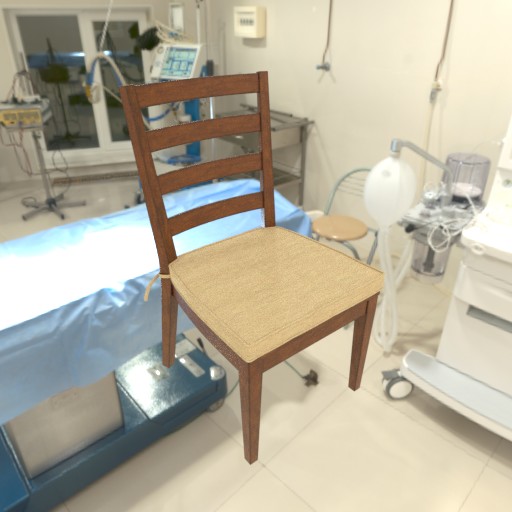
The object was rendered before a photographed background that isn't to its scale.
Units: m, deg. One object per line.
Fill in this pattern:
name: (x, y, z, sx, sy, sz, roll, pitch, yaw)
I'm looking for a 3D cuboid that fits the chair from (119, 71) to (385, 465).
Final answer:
chair: (0.000, 0.000, 1.366, 0.593, 0.979, 0.595, -21, 36, -33)
